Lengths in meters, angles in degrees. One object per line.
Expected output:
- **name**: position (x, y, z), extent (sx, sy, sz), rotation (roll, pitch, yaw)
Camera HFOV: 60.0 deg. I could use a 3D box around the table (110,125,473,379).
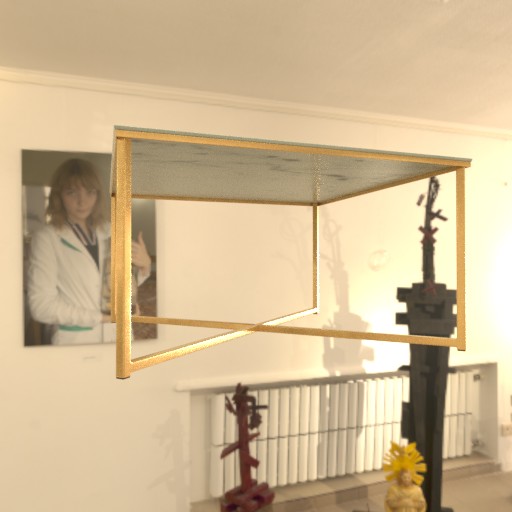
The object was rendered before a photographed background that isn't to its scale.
- **table**: position (0.000, 0.000, 1.284), extent (0.800, 0.450, 0.800), rotation (0, -1, -19)
